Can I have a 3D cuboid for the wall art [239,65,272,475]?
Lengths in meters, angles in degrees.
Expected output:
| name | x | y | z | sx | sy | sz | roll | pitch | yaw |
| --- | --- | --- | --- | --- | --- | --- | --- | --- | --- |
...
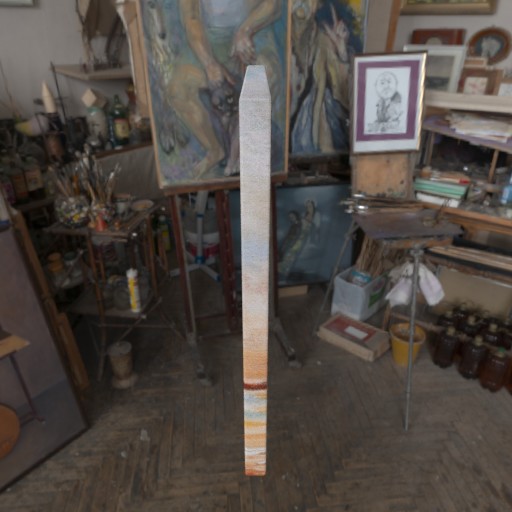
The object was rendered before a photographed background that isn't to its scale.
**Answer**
| name | x | y | z | sx | sy | sz | roll | pitch | yaw |
| --- | --- | --- | --- | --- | --- | --- | --- | --- | --- |
| wall art | 0.000 | 0.000 | 0.803 | 0.035 | 0.605 | 0.443 | 0 | 27 | 0 |
